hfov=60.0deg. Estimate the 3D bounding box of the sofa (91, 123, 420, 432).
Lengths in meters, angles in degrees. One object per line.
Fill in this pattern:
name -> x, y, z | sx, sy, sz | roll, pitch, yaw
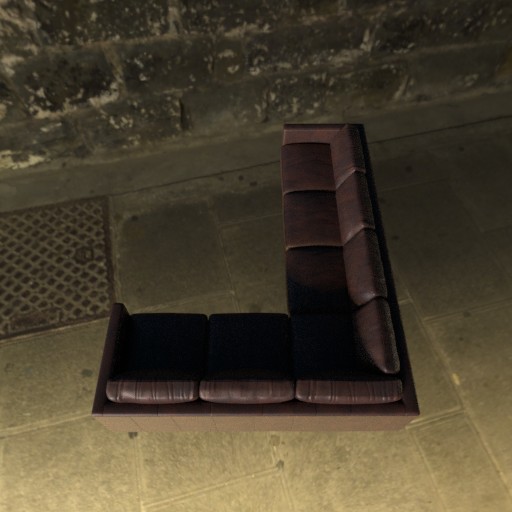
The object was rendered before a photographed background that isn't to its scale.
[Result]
sofa -> 0.000, 0.000, 4.329 | 2.438, 0.836, 3.152 | 0, 57, 0
